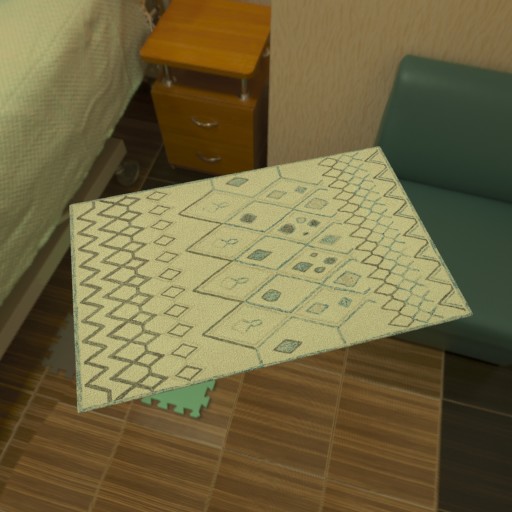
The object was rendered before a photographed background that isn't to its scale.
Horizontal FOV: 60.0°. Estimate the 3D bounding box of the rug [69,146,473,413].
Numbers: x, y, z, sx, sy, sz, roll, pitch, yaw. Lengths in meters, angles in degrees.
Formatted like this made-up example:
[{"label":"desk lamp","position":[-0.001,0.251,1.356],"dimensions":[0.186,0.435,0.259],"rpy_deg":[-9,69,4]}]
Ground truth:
[{"label":"rug","position":[0.000,0.000,3.022],"dimensions":[2.439,0.015,1.524],"rpy_deg":[-12,59,-7]}]
